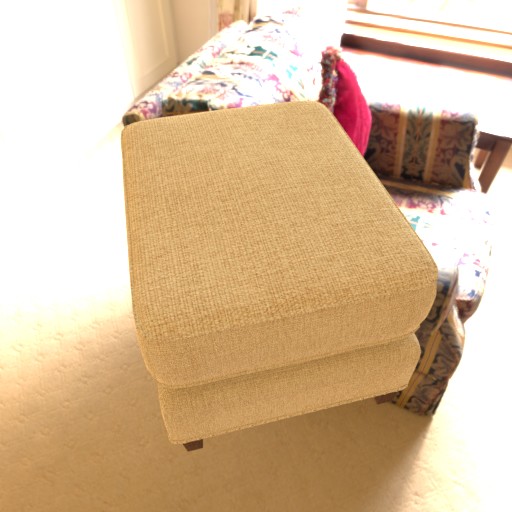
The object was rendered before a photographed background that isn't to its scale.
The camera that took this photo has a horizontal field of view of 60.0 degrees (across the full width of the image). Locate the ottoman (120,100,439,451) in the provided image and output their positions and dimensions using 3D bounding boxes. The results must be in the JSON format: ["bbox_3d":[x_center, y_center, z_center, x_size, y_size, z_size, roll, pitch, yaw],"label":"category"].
[{"bbox_3d":[0.000,0.000,1.141,0.589,0.537,0.738,-10,48,-9],"label":"ottoman"}]
